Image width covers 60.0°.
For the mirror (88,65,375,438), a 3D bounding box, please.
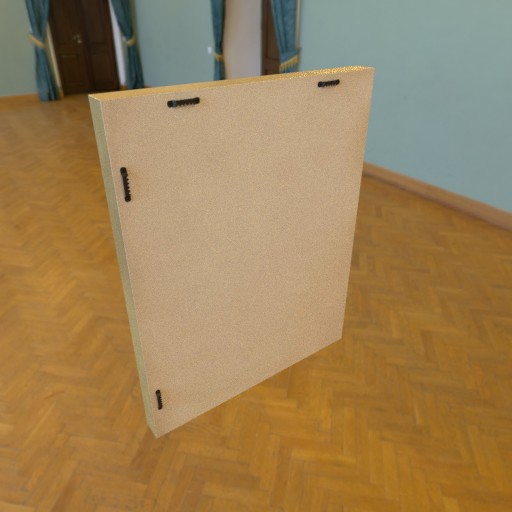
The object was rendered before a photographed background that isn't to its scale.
[{"bbox_3d":[0.000,0.000,0.680,0.406,0.509,0.041,-20,35,-31],"label":"mirror"}]
